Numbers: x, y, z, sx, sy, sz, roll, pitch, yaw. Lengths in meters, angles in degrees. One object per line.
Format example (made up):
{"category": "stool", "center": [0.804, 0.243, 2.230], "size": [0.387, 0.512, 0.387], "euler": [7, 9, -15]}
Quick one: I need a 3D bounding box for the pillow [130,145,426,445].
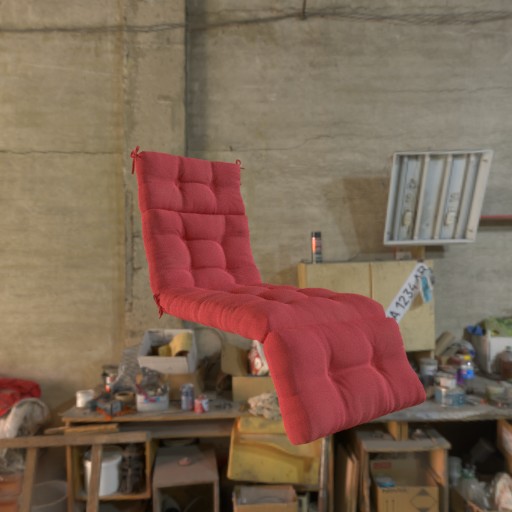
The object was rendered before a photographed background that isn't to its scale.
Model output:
{"category": "pillow", "center": [0.000, 0.000, 1.514], "size": [0.526, 0.863, 1.016], "euler": [0, 0, -37]}
